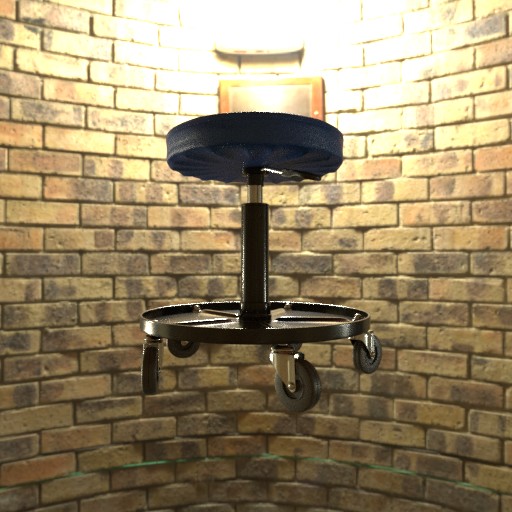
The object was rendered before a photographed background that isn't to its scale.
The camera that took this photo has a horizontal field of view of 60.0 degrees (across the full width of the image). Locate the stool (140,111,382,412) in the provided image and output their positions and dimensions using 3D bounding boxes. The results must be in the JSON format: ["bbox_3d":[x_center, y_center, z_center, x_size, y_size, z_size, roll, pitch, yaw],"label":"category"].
[{"bbox_3d":[0.000,0.000,0.681,0.381,0.365,0.382,0,-1,-36],"label":"stool"}]
